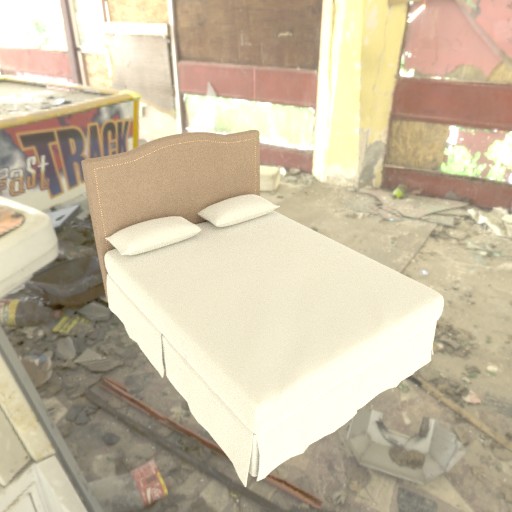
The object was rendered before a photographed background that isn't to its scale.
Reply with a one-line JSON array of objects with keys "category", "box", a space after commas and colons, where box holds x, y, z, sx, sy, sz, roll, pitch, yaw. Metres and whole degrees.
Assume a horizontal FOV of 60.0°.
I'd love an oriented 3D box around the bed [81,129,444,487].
[{"category": "bed", "box": [0.000, 0.000, 3.400, 1.821, 1.436, 2.282, -20, 35, -32]}]
